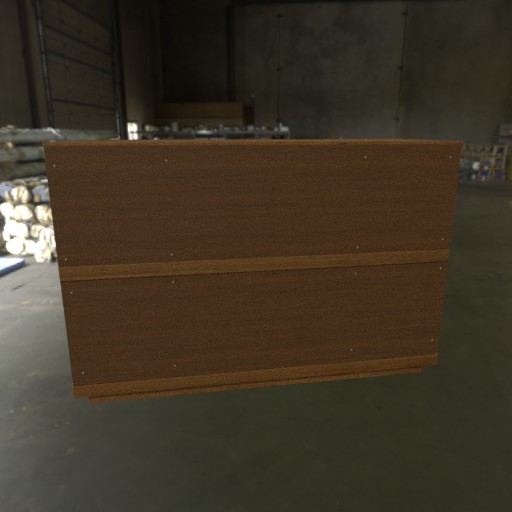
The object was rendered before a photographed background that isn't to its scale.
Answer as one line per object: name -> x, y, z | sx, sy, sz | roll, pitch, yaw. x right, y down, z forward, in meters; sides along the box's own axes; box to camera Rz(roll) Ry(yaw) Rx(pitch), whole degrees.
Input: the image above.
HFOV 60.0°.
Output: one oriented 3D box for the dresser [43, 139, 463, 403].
dresser -> 0.000, 0.000, 1.635 | 1.261, 0.825, 0.479 | -3, 16, -9
